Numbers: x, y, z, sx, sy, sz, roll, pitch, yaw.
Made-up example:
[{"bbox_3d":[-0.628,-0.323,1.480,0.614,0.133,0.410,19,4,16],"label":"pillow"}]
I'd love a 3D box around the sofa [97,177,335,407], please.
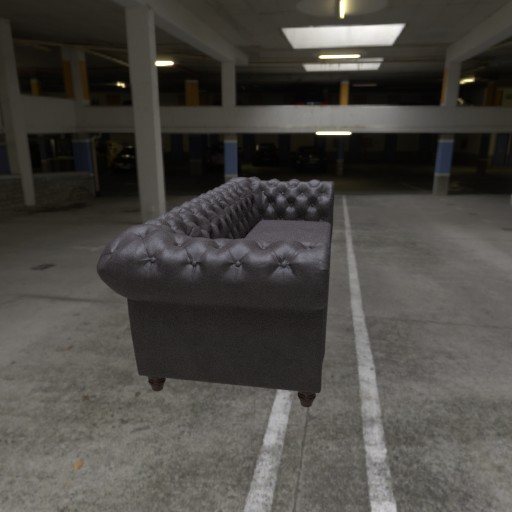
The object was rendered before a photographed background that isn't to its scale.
[{"bbox_3d":[0.000,0.000,2.819,0.944,0.783,2.385,3,16,10],"label":"sofa"}]
